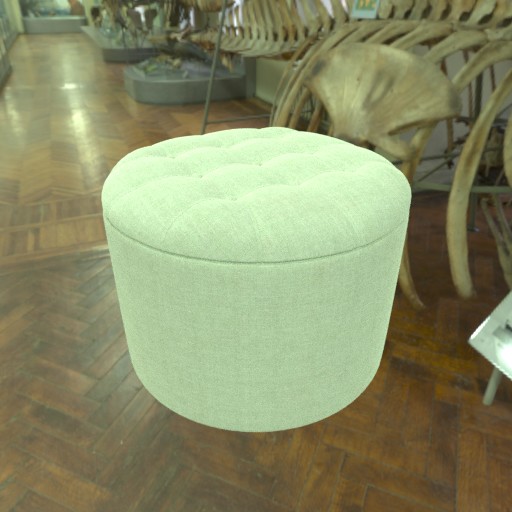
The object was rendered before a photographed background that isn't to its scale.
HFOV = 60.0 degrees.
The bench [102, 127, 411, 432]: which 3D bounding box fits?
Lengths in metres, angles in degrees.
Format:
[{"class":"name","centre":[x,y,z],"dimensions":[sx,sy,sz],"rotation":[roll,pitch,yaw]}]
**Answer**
[{"class":"bench","centre":[0.000,0.000,0.976],"dimensions":[0.600,0.453,0.600],"rotation":[0,30,0]}]
